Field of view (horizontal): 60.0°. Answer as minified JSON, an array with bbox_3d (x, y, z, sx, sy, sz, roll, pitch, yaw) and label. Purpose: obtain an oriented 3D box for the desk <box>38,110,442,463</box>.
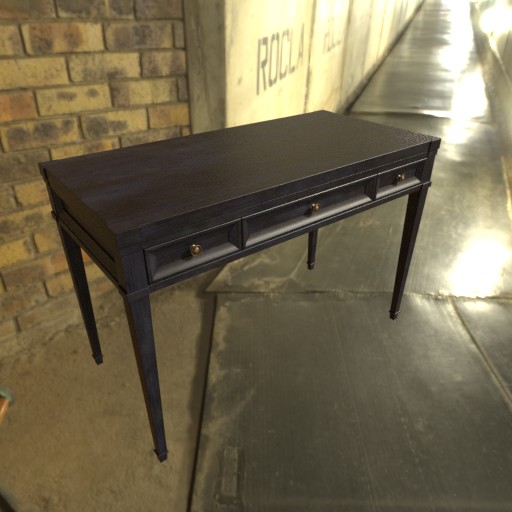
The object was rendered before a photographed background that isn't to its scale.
[{"bbox_3d":[0.000,0.000,1.766,1.289,0.861,0.630,-21,36,-32],"label":"desk"}]
